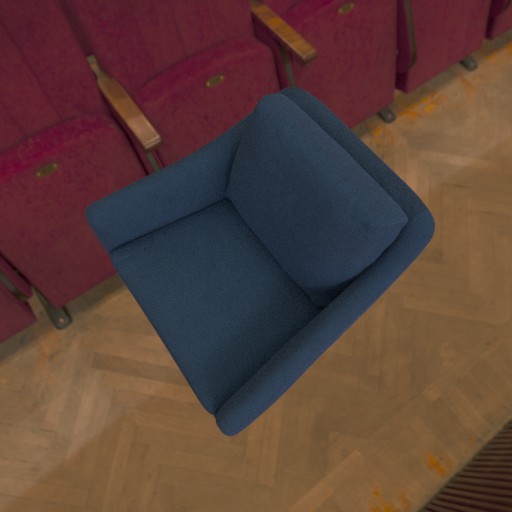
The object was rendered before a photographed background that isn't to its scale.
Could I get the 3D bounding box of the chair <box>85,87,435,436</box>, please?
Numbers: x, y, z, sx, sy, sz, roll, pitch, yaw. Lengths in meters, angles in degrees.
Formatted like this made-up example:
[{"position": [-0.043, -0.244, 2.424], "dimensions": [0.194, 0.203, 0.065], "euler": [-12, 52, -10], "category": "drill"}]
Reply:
[{"position": [0.000, 0.000, 1.751], "dimensions": [0.961, 0.899, 0.987], "euler": [-33, 69, -14], "category": "chair"}]
